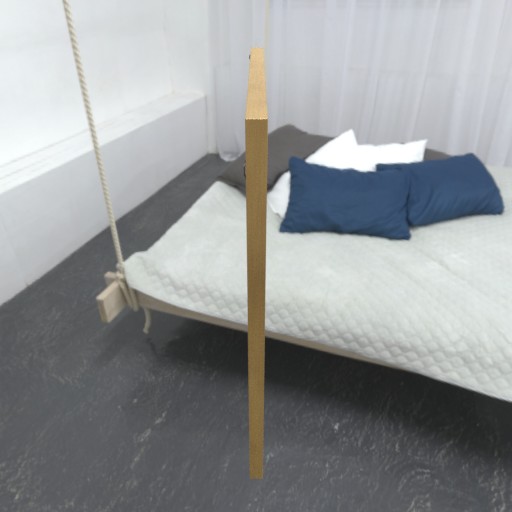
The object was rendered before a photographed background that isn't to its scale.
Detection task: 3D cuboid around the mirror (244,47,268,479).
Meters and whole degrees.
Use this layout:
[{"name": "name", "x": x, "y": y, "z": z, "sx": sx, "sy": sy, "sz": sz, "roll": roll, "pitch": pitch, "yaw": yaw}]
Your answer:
[{"name": "mirror", "x": 0.000, "y": 0.000, "z": 1.303, "sx": 0.041, "sy": 1.016, "sz": 0.762, "roll": 0, "pitch": 33, "yaw": 0}]
